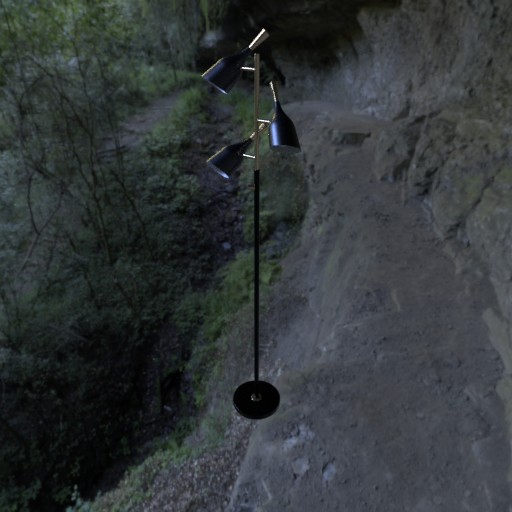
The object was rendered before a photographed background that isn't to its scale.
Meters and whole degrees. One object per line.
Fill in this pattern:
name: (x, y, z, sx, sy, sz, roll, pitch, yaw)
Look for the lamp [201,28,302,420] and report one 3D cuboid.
lamp: (0.000, 0.000, 1.952, 0.434, 1.778, 0.253, 20, 35, 31)
